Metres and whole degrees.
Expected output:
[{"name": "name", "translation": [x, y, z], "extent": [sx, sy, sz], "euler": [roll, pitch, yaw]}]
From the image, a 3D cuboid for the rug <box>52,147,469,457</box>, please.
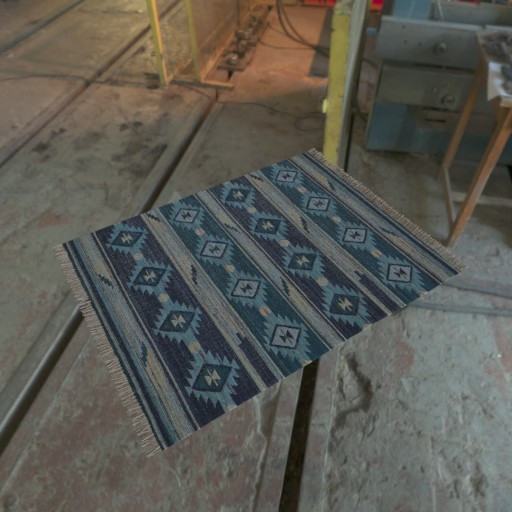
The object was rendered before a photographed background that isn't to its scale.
[{"name": "rug", "translation": [0.000, 0.000, 4.306], "extent": [3.307, 0.047, 2.418], "euler": [-25, 51, -22]}]
